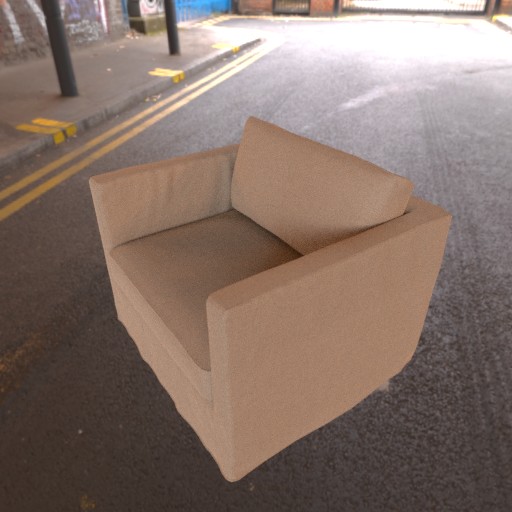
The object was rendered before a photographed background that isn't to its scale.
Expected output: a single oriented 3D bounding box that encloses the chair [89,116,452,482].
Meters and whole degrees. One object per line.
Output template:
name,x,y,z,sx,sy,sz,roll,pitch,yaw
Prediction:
chair,0.000,0.000,1.766,0.949,0.867,1.057,-21,38,-29
